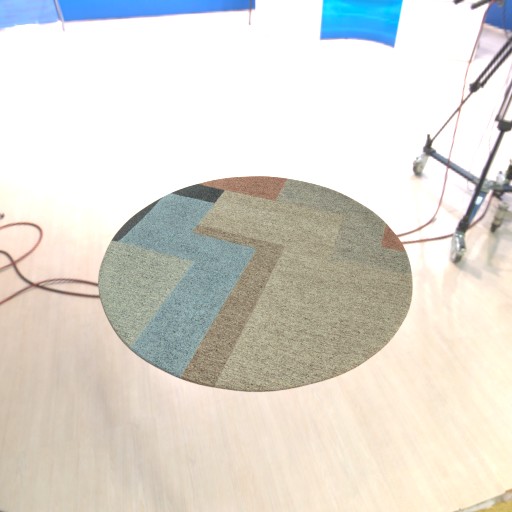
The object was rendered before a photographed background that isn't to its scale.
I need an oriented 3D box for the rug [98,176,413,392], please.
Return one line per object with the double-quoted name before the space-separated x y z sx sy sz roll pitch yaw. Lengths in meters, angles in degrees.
"rug" 0.000 0.000 3.578 2.461 0.033 2.461 0 41 0
